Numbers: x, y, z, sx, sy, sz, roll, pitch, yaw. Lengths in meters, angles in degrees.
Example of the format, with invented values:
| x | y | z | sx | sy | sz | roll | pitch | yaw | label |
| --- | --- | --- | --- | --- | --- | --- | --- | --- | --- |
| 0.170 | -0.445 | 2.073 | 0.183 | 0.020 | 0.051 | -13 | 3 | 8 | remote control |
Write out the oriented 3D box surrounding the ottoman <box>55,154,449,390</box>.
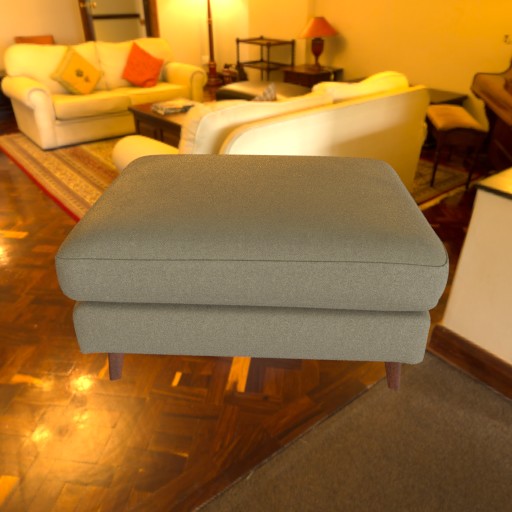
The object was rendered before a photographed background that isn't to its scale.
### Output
| x | y | z | sx | sy | sz | roll | pitch | yaw | label |
| --- | --- | --- | --- | --- | --- | --- | --- | --- | --- |
| 0.000 | 0.000 | 1.183 | 0.811 | 0.449 | 0.608 | 1 | 31 | 2 | ottoman |
